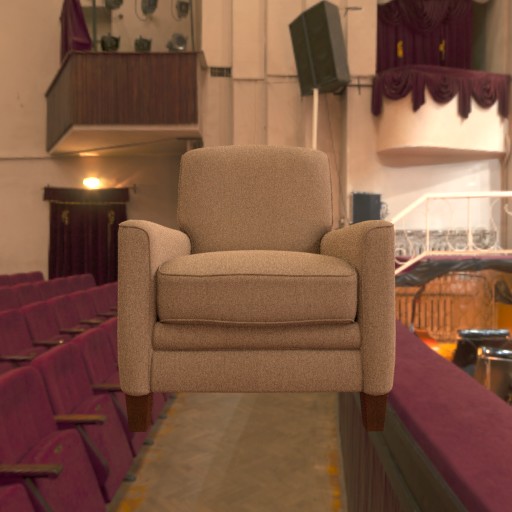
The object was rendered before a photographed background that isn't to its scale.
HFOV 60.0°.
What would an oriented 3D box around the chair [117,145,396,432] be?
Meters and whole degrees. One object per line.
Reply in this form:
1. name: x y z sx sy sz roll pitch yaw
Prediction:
1. chair: 0.000 0.000 1.656 0.848 1.014 0.864 0 1 0
